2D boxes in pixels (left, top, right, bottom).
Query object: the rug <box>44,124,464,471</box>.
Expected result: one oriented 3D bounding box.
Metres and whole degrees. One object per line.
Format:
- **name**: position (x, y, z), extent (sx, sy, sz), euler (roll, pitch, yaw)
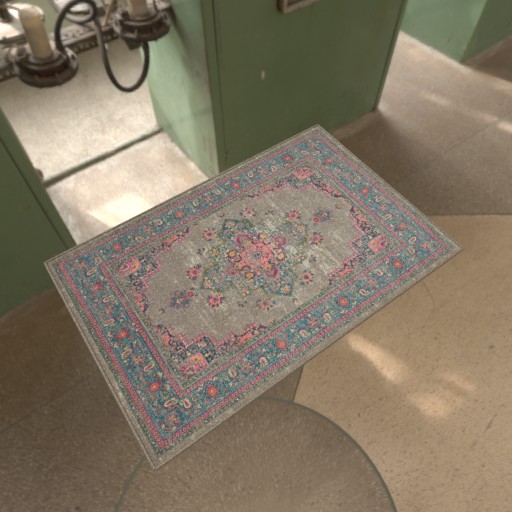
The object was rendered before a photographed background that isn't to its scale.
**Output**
- **rug**: position (0.000, 0.000, 2.195), extent (1.748, 0.014, 1.144), euler (-31, 62, -19)
